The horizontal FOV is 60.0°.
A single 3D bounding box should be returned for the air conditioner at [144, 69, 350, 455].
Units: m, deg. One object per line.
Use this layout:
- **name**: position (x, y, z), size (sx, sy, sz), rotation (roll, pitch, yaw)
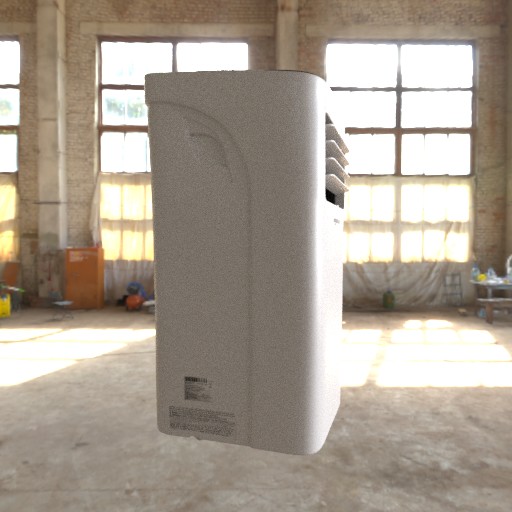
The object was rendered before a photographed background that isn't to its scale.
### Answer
- **air conditioner**: position (0.000, 0.000, 0.954), size (0.369, 0.716, 0.352), rotation (1, 2, 19)
